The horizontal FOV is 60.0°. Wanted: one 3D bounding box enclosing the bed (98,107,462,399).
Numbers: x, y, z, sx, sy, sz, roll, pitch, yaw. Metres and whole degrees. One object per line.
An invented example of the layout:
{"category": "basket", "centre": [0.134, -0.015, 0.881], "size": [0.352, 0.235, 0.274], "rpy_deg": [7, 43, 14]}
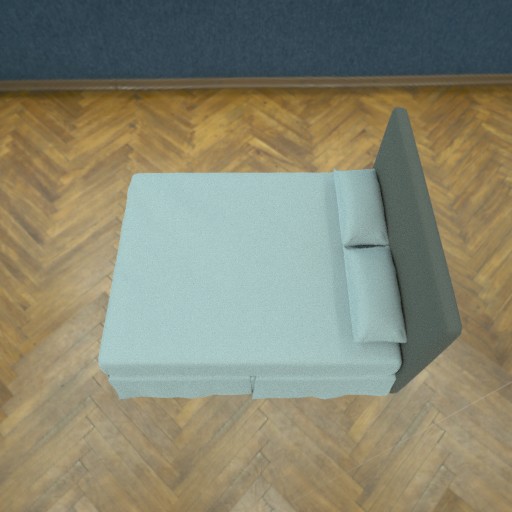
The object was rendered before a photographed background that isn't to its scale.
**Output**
{"category": "bed", "centre": [0.000, 0.000, 3.227], "size": [2.142, 1.330, 1.748], "rpy_deg": [0, 59, 0]}
